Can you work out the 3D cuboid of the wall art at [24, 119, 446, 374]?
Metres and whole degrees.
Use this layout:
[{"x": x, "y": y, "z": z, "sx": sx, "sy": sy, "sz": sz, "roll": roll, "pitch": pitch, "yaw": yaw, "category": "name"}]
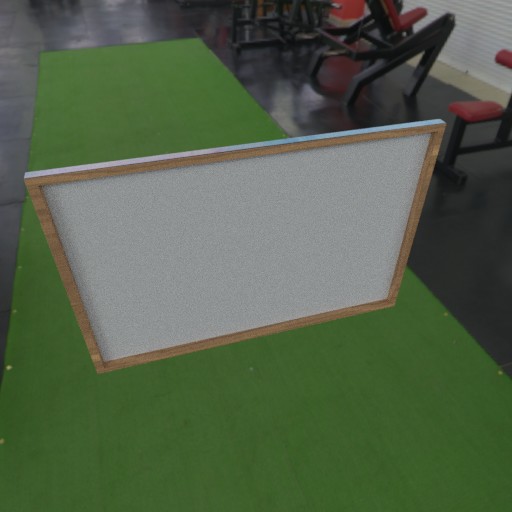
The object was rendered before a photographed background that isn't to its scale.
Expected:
[{"x": 0.000, "y": 0.000, "z": 1.408, "sx": 1.137, "sy": 0.756, "sz": 0.034, "roll": -11, "pitch": 41, "yaw": -13, "category": "wall art"}]
